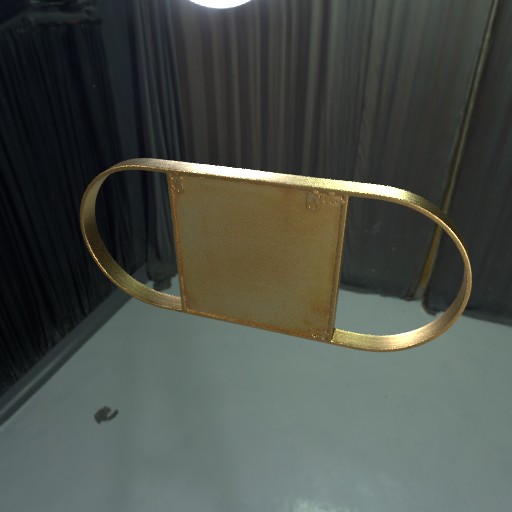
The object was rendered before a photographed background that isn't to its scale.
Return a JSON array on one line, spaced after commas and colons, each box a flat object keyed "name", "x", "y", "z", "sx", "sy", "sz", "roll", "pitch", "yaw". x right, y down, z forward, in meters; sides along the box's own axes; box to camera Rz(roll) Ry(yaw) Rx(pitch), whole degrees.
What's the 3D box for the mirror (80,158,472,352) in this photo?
[{"name": "mirror", "x": 0.000, "y": 0.000, "z": 0.657, "sx": 0.584, "sy": 0.254, "sz": 0.032, "roll": 10, "pitch": 33, "yaw": 15}]
